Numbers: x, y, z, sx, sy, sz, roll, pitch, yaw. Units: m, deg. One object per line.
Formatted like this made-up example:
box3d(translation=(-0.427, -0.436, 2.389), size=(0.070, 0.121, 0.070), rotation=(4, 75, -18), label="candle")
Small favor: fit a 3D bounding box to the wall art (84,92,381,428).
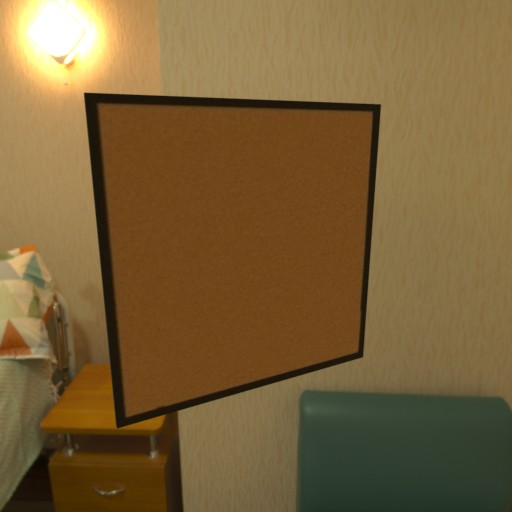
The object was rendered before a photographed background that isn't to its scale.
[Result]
box3d(translation=(0.000, 0.000, 1.234), size=(0.823, 0.823, 0.013), rotation=(-8, 17, -27), label="wall art")
